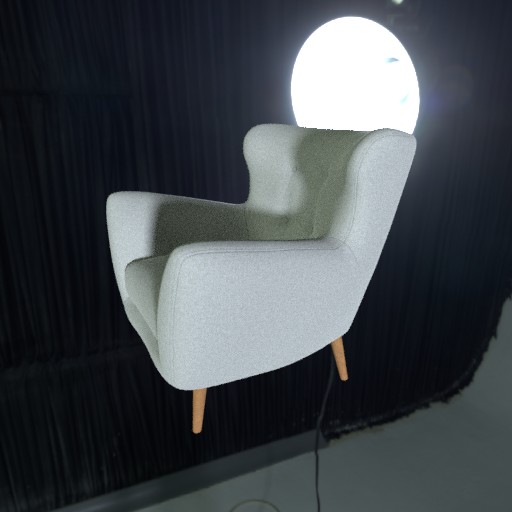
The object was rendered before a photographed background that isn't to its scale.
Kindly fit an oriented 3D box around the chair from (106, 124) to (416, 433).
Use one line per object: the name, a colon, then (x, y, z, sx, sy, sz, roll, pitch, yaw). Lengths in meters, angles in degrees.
chair: (0.000, 0.000, 1.581, 0.889, 0.889, 0.890, -9, 20, -26)
